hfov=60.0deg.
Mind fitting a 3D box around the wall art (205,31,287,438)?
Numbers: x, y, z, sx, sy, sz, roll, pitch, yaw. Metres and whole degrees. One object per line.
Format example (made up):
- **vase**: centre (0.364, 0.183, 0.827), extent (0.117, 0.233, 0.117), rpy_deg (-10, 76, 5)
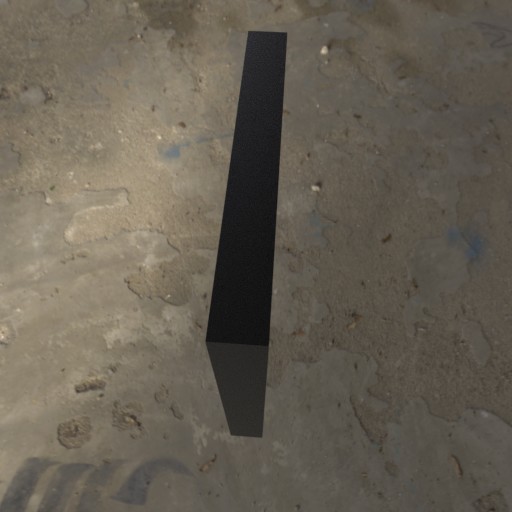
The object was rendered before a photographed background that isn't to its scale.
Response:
- **wall art**: centre (0.000, 0.000, 0.461), extent (0.037, 0.303, 0.304), rpy_deg (4, 59, 2)
